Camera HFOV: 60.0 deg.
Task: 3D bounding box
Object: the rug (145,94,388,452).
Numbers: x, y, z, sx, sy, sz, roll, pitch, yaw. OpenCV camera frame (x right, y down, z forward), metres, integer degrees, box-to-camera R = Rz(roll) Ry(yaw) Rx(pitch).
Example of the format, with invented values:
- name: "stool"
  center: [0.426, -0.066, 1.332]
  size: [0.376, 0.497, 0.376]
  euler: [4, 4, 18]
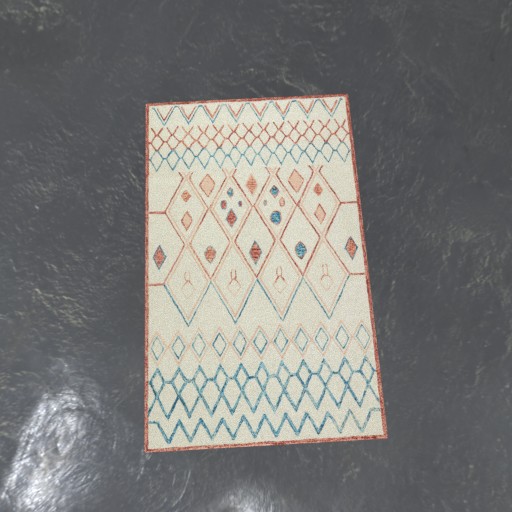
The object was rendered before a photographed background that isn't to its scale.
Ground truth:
- name: "rug"
  center: [0.000, 0.000, 3.056]
  size: [1.524, 0.015, 2.438]
  euler: [-3, 77, -1]
